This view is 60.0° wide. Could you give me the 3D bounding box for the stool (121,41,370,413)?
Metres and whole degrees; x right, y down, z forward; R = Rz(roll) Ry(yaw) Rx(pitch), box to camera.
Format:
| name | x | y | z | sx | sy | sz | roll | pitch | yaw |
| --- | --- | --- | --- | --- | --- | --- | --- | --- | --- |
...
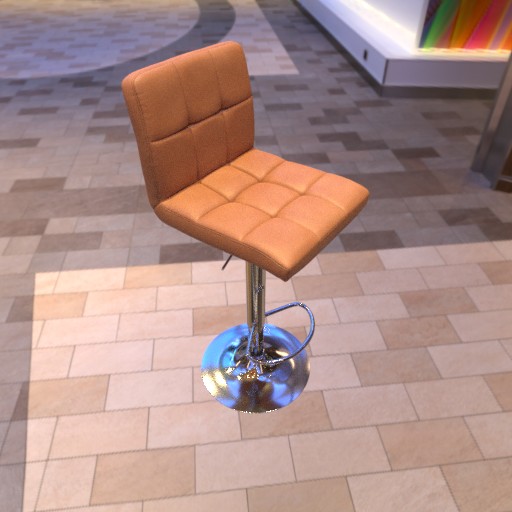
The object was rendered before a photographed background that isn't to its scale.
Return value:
| name | x | y | z | sx | sy | sz | roll | pitch | yaw |
| --- | --- | --- | --- | --- | --- | --- | --- | --- | --- |
| stool | 0.000 | 0.000 | 1.383 | 0.505 | 1.115 | 0.430 | 26 | 46 | 28 |
